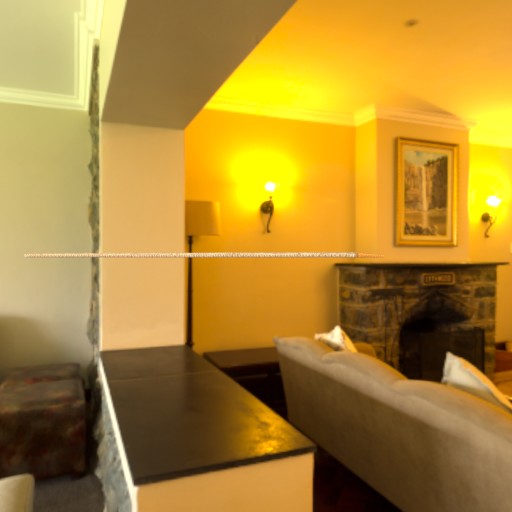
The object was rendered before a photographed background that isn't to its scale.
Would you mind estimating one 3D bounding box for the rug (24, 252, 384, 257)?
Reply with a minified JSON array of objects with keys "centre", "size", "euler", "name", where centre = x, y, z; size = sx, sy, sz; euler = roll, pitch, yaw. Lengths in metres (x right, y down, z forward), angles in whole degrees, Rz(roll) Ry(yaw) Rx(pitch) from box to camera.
[{"centre":[0.000,0.000,2.319],"size":[1.225,0.015,1.840],"euler":[0,0,18],"name":"rug"}]
